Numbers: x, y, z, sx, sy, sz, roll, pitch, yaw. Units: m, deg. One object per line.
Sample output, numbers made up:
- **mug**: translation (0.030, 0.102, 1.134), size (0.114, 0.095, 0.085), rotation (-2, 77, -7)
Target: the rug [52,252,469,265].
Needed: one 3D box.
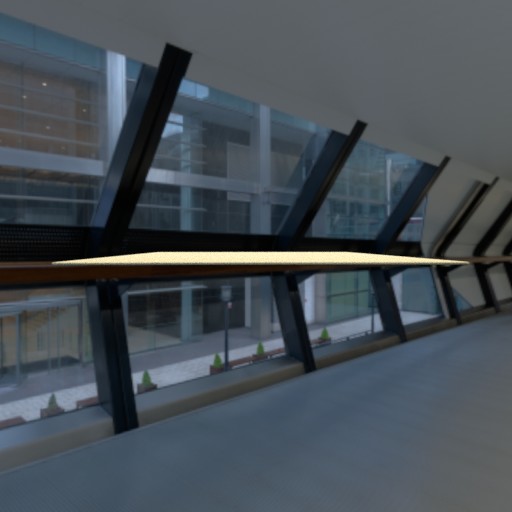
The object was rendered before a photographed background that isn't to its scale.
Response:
- **rug**: translation (0.000, 0.000, 4.179), size (2.452, 0.016, 3.204), rotation (0, 2, -2)
